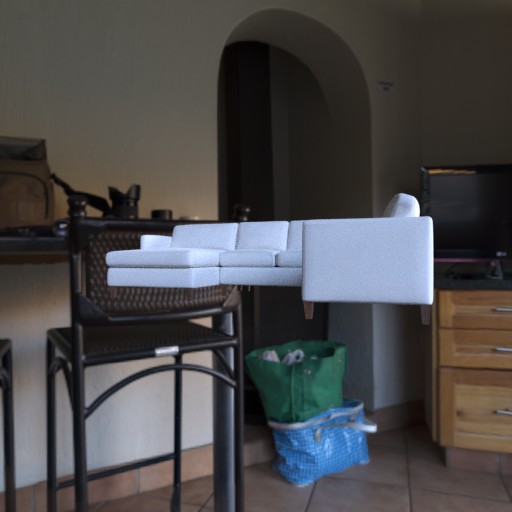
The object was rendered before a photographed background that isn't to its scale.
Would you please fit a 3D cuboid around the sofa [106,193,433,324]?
[{"bbox_3d":[0.000,0.000,4.780,3.459,0.956,2.593,0,0,19],"label":"sofa"}]
